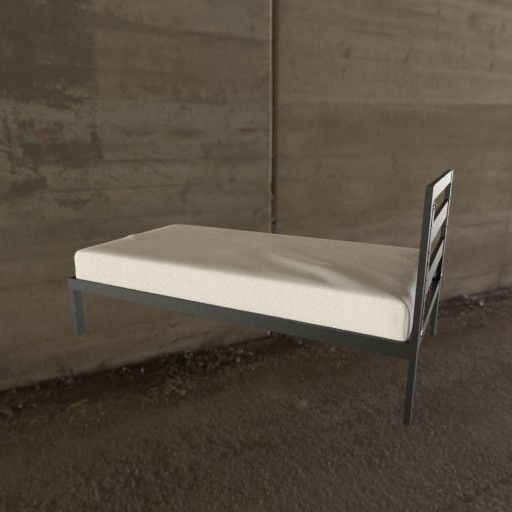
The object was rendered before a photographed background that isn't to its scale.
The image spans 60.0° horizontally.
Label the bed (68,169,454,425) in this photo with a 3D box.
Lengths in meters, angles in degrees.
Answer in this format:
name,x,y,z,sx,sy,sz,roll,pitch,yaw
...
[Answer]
name,x,y,z,sx,sy,sz,roll,pitch,yaw
bed,0.000,0.000,2.525,1.930,0.967,0.991,7,17,26
